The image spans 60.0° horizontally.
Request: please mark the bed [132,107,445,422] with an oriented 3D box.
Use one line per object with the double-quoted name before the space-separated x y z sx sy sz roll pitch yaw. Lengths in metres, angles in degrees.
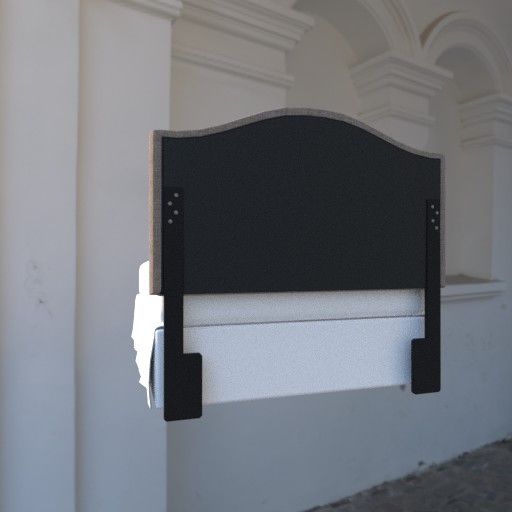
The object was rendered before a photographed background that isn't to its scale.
"bed" 0.000 0.000 3.275 1.713 1.518 2.153 0 0 -17
